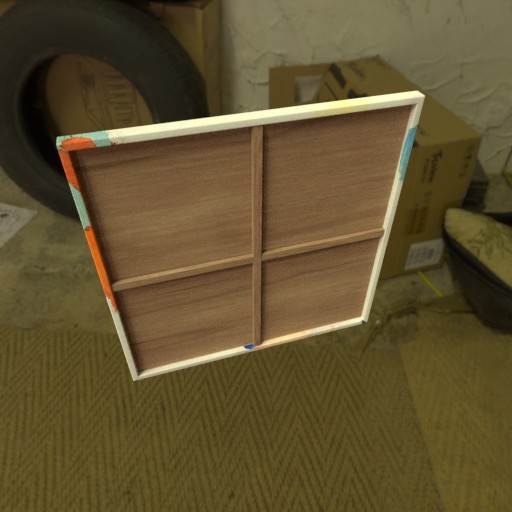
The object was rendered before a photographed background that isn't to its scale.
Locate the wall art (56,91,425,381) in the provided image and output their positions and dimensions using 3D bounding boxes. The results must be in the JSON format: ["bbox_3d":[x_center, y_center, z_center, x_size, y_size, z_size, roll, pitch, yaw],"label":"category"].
[{"bbox_3d":[0.000,0.000,1.528,1.017,1.017,0.044,-11,43,-13],"label":"wall art"}]
